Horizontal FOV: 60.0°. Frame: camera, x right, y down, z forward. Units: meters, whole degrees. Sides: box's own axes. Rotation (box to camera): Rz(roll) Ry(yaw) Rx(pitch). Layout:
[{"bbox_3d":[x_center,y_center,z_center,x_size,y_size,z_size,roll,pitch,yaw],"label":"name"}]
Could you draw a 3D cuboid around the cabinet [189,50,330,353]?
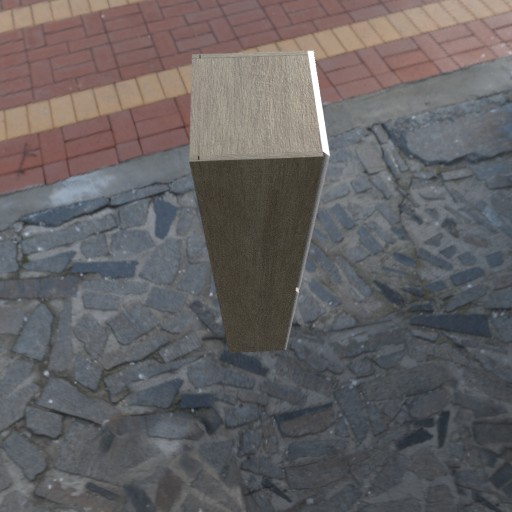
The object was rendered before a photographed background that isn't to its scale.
[{"bbox_3d":[0.000,0.000,1.540,0.270,1.400,0.300,-2,63,-1],"label":"cabinet"}]
